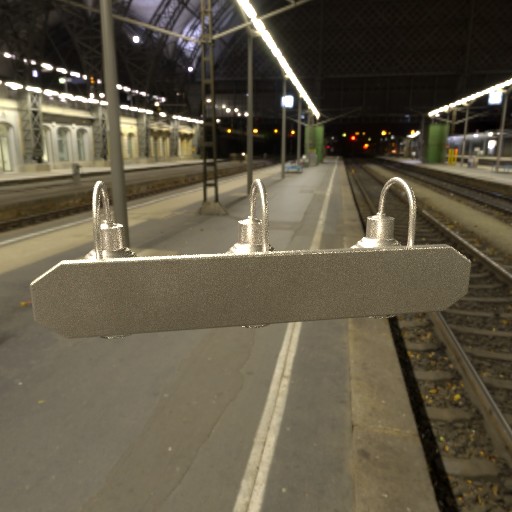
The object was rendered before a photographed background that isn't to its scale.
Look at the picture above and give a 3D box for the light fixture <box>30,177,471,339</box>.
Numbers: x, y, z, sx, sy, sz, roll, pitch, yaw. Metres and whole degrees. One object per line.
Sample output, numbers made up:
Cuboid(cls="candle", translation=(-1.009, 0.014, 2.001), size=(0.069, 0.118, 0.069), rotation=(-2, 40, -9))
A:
Cuboid(cls="light fixture", translation=(0.000, 0.000, 0.735), size=(0.634, 0.254, 0.229), rotation=(-3, 14, -10))
